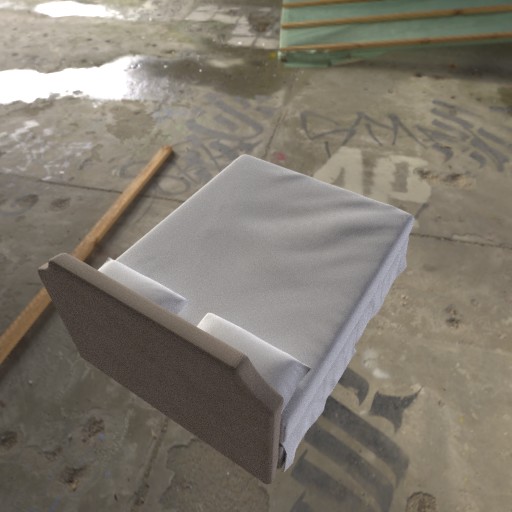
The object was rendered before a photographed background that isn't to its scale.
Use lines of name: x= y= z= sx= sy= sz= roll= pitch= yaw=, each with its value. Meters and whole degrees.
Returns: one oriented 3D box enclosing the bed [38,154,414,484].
bed: x=0.000 y=0.000 z=3.571 sx=1.977 sy=1.293 sz=2.498 roll=25 pitch=51 yaw=22
